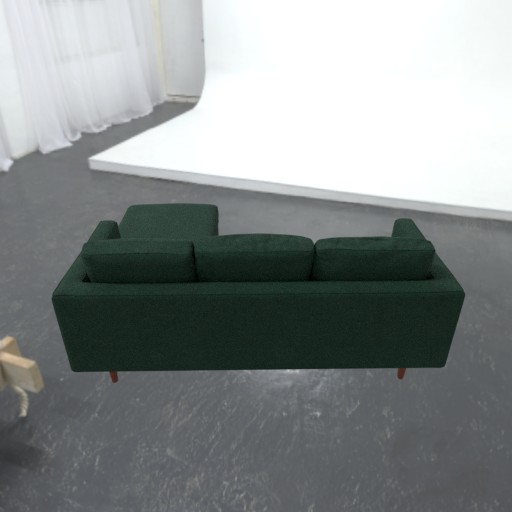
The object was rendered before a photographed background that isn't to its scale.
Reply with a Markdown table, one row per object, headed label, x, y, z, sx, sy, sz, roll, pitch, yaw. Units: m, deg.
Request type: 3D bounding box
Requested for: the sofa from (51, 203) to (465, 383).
| label | x | y | z | sx | sy | sz | roll | pitch | yaw |
| --- | --- | --- | --- | --- | --- | --- | --- | --- | --- |
| sofa | 0.000 | 0.000 | 2.941 | 2.030 | 0.899 | 1.580 | 0 | 30 | -1 |
